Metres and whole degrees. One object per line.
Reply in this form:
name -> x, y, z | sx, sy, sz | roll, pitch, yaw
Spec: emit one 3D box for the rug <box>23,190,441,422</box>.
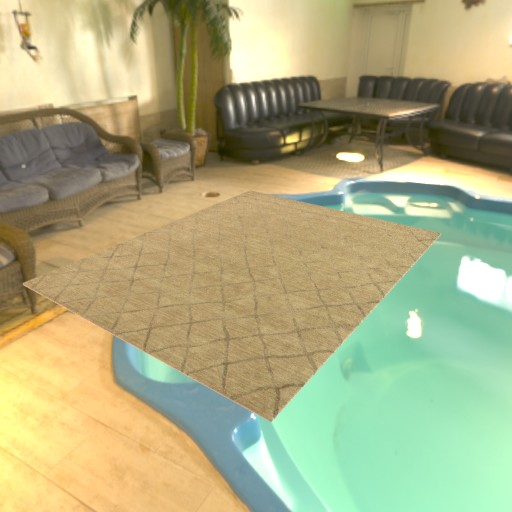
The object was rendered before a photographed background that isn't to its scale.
rug -> 0.000, 0.000, 4.016 | 2.420, 0.019, 3.038 | 18, 31, 32
